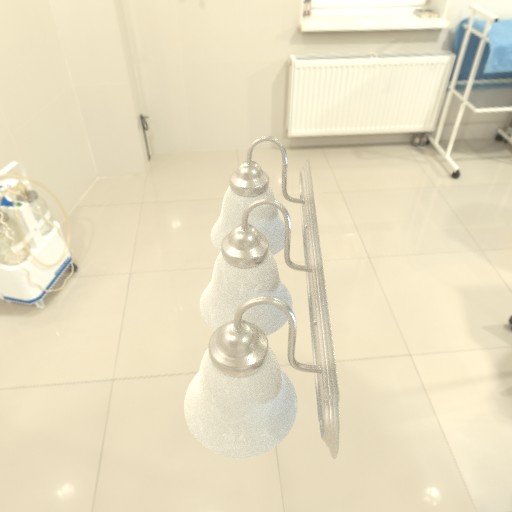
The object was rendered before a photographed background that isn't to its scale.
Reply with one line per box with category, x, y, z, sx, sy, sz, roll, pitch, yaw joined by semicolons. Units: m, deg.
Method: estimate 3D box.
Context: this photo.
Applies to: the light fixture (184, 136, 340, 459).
light fixture;0.000;0.000;0.712;0.199;0.222;0.610;1;42;1
